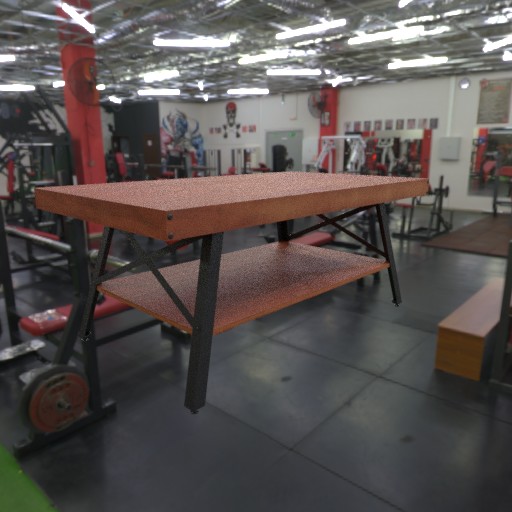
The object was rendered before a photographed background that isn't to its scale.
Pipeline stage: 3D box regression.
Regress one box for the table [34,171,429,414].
[{"bbox_3d":[0.000,0.000,1.397,0.610,0.457,1.067,13,19,43],"label":"table"}]
